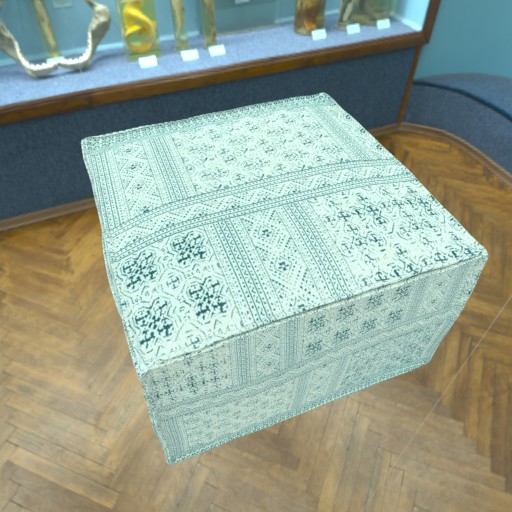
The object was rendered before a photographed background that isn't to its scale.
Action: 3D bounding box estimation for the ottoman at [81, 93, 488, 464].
[{"bbox_3d":[0.000,0.000,0.996,0.626,0.439,0.617,-16,49,-14],"label":"ottoman"}]
